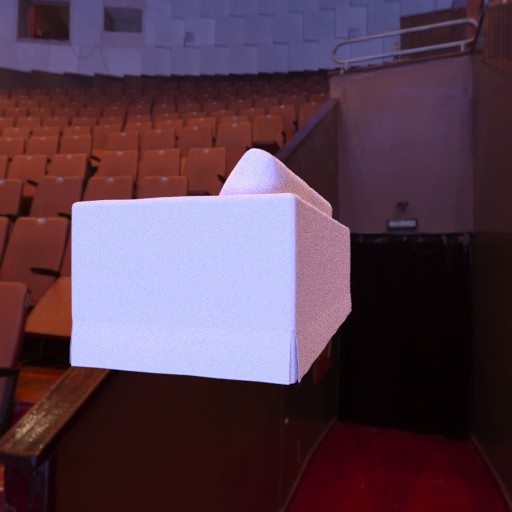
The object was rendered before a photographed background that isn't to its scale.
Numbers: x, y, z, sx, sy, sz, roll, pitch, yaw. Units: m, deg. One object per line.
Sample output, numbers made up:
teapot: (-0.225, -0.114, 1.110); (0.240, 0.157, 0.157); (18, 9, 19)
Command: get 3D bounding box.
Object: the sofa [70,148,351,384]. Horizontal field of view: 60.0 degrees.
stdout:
sofa: (0.000, 0.000, 2.682); (0.954, 0.881, 2.163); (0, 0, 17)
